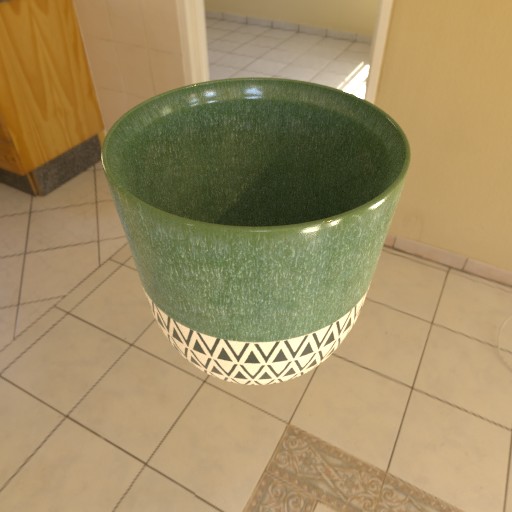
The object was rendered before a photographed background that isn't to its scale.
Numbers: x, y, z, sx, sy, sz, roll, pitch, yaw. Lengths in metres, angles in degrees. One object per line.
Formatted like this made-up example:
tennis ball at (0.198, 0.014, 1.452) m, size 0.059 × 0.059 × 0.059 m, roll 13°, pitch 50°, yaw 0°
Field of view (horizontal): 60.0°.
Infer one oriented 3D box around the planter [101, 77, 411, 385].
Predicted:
planter at (0.000, 0.000, 0.359) m, size 0.195 × 0.214 × 0.195 m, roll 0°, pitch 43°, yaw 0°
